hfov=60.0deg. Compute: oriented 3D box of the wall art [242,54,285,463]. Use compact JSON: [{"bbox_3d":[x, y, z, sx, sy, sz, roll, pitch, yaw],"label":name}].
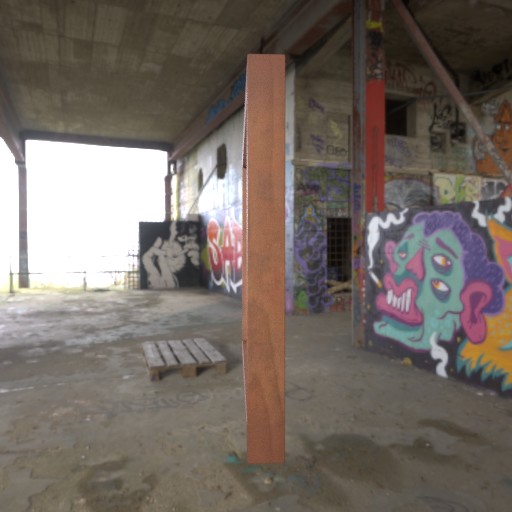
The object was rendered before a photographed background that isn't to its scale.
[{"bbox_3d":[0.000,0.000,0.556,0.030,0.328,0.401,0,1,-2],"label":"wall art"}]
